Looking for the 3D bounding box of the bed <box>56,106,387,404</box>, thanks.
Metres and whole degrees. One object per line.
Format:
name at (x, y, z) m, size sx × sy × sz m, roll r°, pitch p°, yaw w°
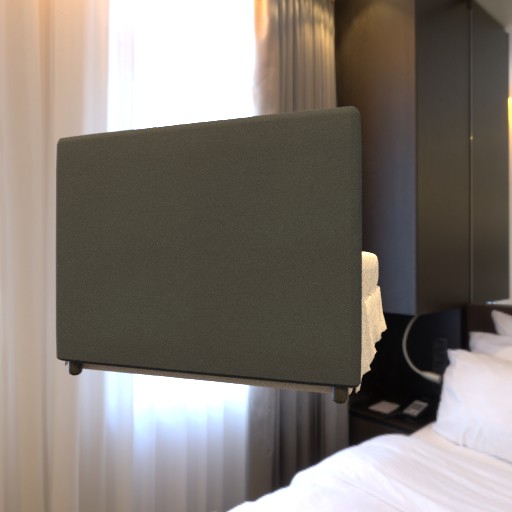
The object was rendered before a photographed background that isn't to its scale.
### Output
bed at (0.000, 0.000, 3.193) m, size 1.713 × 1.330 × 2.162 m, roll 0°, pitch 0°, yaw 19°
